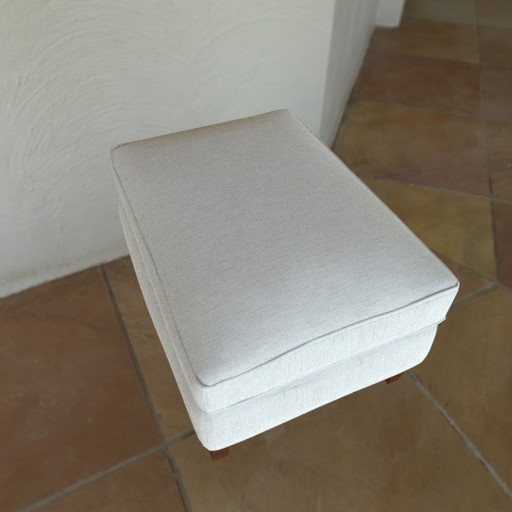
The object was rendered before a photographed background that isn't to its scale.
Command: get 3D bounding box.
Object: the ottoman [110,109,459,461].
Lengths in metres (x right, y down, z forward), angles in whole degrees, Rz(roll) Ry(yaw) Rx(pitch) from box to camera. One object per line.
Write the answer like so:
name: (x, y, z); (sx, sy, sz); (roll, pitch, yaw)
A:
ottoman: (0.000, 0.000, 0.965); (0.501, 0.406, 0.665); (-17, 49, -16)
